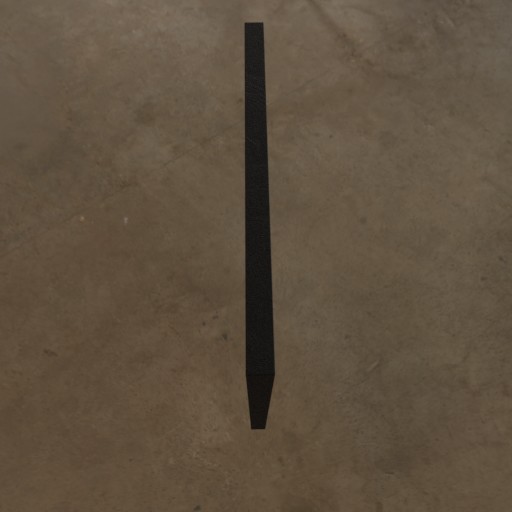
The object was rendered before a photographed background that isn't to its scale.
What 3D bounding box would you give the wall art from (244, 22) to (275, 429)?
[{"bbox_3d":[0.000,0.000,1.133,0.044,0.758,0.758,-1,63,0],"label":"wall art"}]
